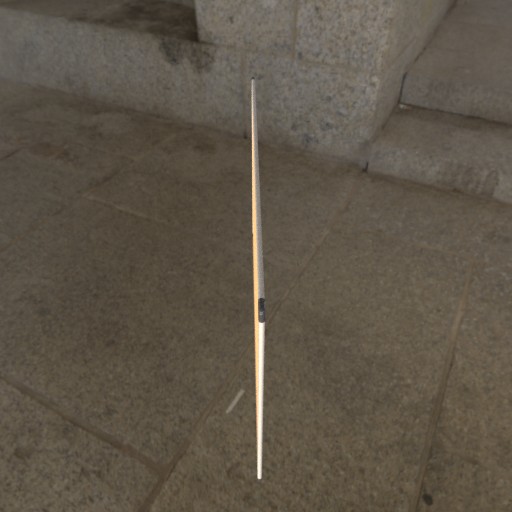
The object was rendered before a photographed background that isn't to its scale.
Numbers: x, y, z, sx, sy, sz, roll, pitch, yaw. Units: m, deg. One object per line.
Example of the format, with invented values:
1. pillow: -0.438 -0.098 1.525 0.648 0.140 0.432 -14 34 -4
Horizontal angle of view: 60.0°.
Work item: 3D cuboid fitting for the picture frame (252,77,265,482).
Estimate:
1. picture frame: 0.000 0.000 1.154 0.010 0.600 0.900 -1 42 -1
